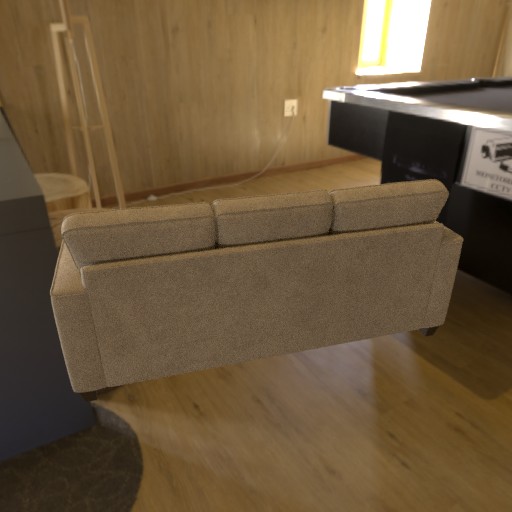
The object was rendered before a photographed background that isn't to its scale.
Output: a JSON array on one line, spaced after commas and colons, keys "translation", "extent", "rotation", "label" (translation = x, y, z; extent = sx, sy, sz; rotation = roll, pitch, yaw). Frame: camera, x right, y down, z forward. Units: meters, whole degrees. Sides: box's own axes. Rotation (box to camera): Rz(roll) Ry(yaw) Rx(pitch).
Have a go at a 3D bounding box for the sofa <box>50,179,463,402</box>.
[{"translation": [0.000, 0.000, 2.630], "extent": [2.133, 0.965, 0.939], "rotation": [-7, 28, -14], "label": "sofa"}]
